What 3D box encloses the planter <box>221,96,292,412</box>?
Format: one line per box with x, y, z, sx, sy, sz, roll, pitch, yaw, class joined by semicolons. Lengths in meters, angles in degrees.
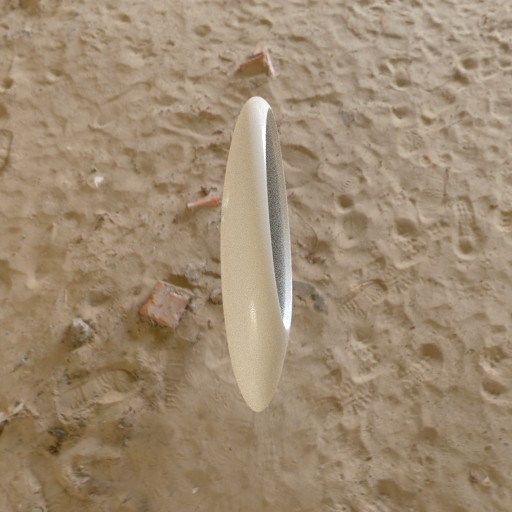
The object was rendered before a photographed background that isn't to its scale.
0.000;0.000;0.279;0.043;0.188;0.185;-1;64;0;planter
